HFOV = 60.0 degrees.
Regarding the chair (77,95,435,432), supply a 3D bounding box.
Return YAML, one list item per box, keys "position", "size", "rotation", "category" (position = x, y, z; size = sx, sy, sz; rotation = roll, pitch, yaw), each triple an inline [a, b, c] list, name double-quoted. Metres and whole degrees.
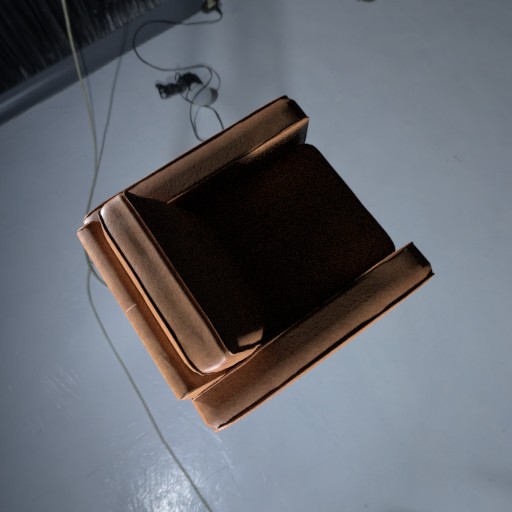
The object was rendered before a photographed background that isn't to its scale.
- position: [0.000, 0.000, 1.780]
  size: [1.027, 0.901, 0.987]
  rotation: [-37, 77, -10]
  category: "chair"
